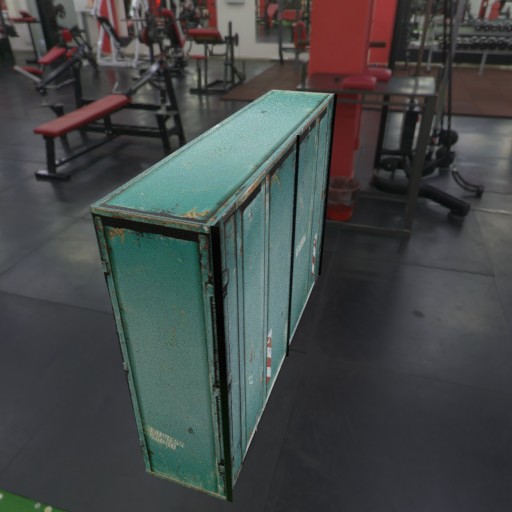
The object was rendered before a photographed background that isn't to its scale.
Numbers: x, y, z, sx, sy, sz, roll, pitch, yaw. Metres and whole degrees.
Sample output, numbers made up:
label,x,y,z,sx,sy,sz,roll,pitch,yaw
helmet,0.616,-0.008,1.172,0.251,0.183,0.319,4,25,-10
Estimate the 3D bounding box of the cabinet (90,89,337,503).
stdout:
label,x,y,z,sx,sy,sz,roll,pitch,yaw
cabinet,0.000,0.000,3.827,0.680,2.160,3.001,10,33,16
